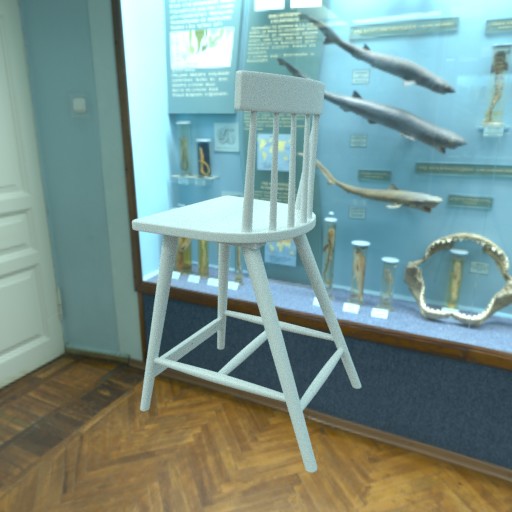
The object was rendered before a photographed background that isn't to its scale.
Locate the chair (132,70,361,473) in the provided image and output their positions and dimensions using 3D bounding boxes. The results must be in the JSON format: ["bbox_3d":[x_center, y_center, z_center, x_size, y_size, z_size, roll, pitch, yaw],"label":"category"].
[{"bbox_3d":[0.000,0.000,1.292,0.572,0.952,0.483,9,19,27],"label":"chair"}]
